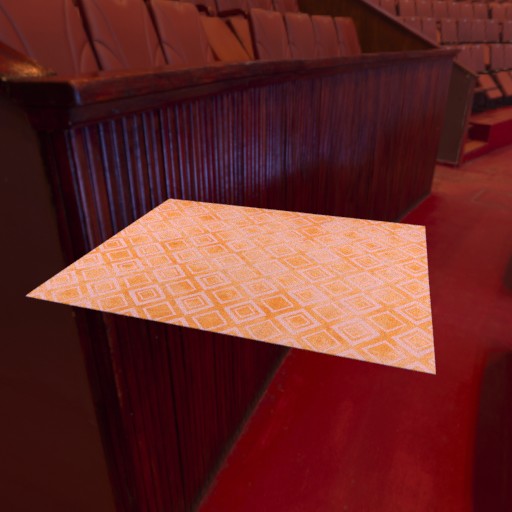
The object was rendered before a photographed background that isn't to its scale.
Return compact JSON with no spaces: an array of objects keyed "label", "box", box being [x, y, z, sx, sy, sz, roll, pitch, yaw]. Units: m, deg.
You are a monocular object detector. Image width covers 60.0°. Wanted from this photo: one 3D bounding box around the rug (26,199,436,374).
[{"label":"rug","box":[0.000,0.000,4.115,3.037,0.011,2.433,8,27,15]}]
